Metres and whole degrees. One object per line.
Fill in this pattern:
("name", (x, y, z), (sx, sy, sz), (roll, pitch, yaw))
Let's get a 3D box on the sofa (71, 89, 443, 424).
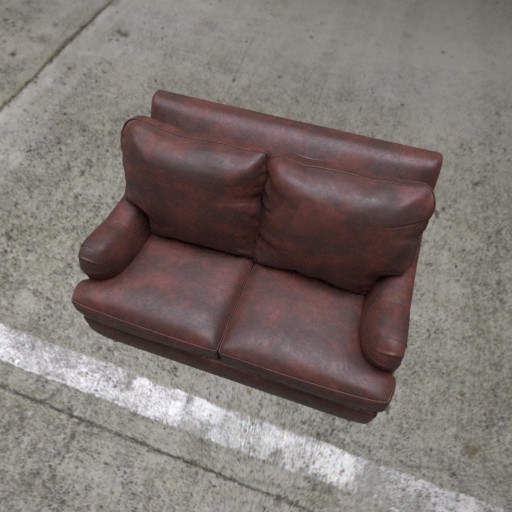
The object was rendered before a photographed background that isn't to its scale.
("sofa", (0.000, 0.000, 2.326), (1.628, 1.070, 1.148), (16, 58, 10))
